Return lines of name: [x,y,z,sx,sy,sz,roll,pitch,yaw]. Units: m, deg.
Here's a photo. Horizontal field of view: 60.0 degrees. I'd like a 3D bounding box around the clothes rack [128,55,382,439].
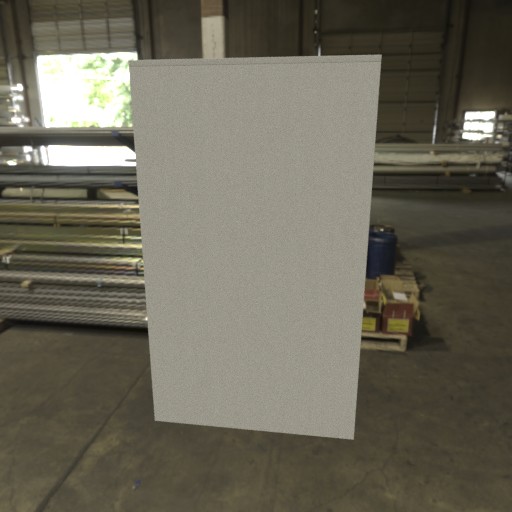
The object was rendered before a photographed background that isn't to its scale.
clothes rack: [0.000,0.000,1.594,0.750,1.280,0.250,2,16,8]
